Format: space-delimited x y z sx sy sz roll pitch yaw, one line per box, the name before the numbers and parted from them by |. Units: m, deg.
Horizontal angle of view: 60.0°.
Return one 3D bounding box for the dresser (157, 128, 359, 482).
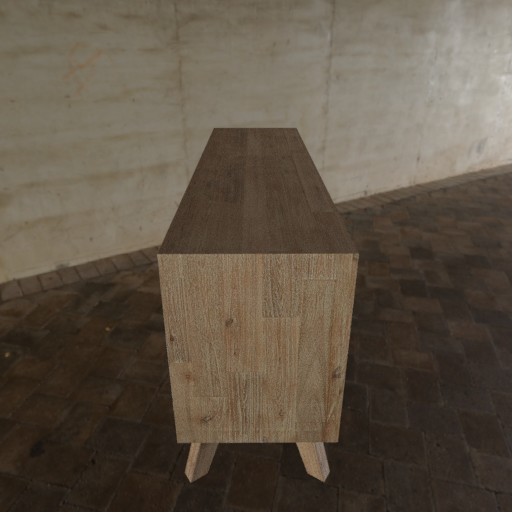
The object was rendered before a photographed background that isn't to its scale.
dresser | 0.000 0.000 1.887 0.455 0.788 1.602 0 26 0
